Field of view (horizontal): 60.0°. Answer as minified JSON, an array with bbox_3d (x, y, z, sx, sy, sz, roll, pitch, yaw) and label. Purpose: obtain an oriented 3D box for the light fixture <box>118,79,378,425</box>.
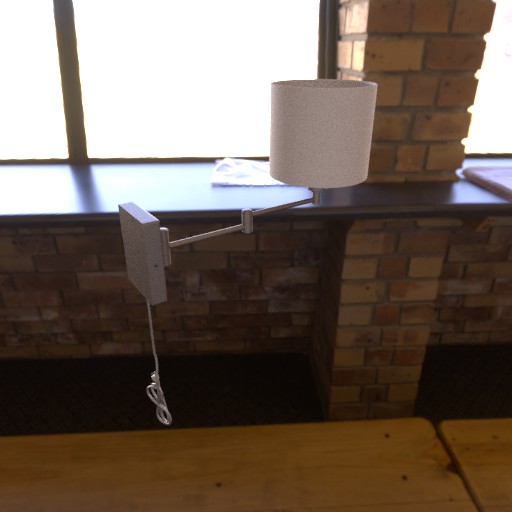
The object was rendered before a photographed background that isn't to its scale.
[{"bbox_3d":[0.000,0.000,0.913,0.516,0.651,0.203,-17,30,-31],"label":"light fixture"}]
